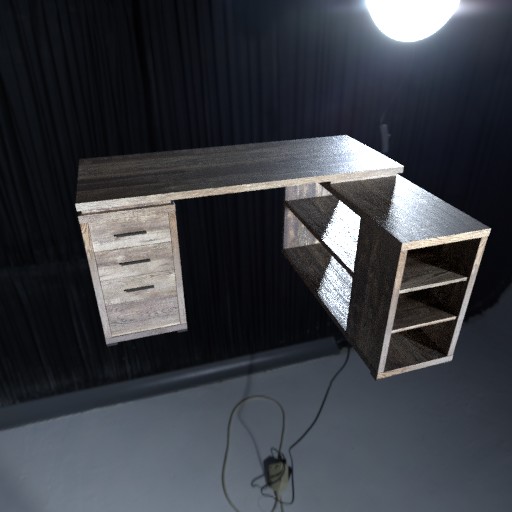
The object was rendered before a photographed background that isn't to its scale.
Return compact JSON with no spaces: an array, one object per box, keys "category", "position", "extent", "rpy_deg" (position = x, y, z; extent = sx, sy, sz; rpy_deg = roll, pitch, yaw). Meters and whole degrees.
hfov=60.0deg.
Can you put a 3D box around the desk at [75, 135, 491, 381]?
[{"category":"desk","position":[0.000,0.000,2.169],"extent":[1.524,0.753,1.200],"rpy_deg":[-9,31,-15]}]
